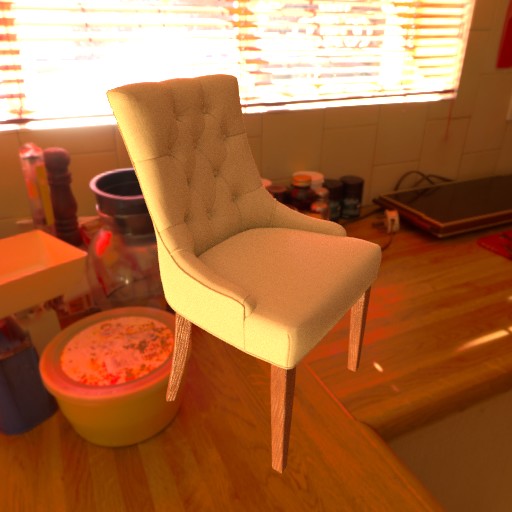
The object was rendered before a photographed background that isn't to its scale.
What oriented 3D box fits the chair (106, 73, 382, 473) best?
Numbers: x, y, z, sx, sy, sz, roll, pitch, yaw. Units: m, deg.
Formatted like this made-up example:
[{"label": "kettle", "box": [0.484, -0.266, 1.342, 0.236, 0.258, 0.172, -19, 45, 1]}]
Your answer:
[{"label": "chair", "box": [0.000, 0.000, 1.199, 0.565, 0.874, 0.509, 18, 32, 31]}]
